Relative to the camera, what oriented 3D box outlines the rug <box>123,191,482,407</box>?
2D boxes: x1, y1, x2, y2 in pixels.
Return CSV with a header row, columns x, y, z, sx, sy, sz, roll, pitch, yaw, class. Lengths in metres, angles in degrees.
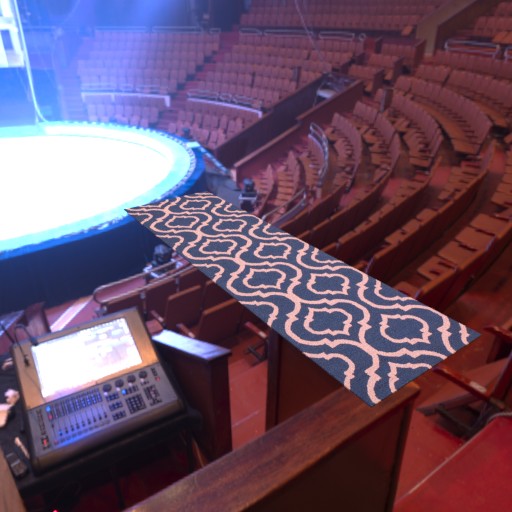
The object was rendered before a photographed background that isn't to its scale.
x,y,z,sx,sy,sz,roll,pitch,yaw,class
0.000,0.000,2.515,0.685,0.006,2.296,-18,32,-31,rug
